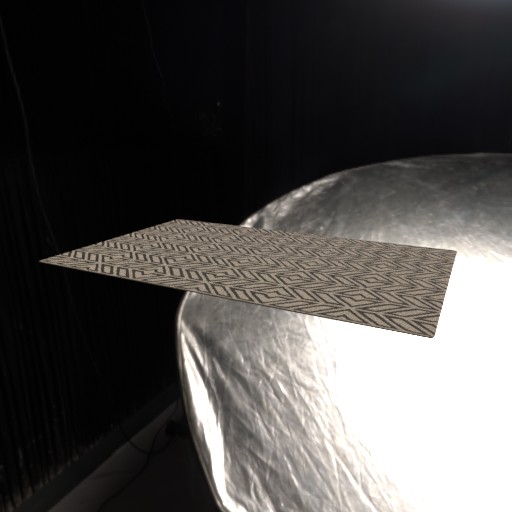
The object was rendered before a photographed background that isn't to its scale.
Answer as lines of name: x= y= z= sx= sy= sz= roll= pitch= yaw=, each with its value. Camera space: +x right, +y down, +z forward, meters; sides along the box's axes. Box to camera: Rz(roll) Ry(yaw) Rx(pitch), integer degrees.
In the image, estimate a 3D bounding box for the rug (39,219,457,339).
rug: x=0.000 y=0.000 z=3.030 sx=2.438 sy=0.008 sz=1.523 roll=8 pitch=18 yaw=26
